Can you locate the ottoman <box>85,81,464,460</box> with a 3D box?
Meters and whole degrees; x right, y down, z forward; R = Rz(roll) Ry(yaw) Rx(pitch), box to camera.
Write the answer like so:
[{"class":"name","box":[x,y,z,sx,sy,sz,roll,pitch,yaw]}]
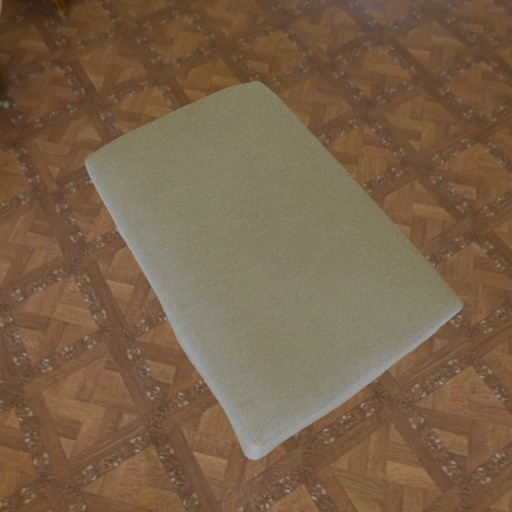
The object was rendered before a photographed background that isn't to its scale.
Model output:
[{"class":"ottoman","box":[0.000,0.000,1.223,0.590,0.444,0.872,-30,68,-14]}]
